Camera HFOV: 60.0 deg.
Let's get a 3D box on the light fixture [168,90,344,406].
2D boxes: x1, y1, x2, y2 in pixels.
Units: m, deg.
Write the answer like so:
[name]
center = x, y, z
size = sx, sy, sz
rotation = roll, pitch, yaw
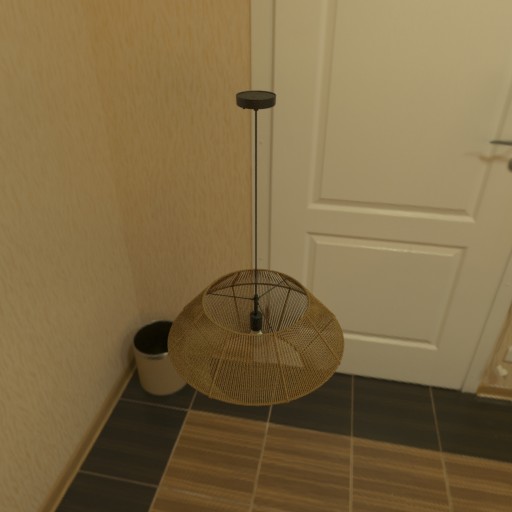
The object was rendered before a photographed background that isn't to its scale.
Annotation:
[light fixture]
center = 0.000, 0.000, 1.442
size = 0.643, 1.009, 0.643
rotation = 0, 32, 0
